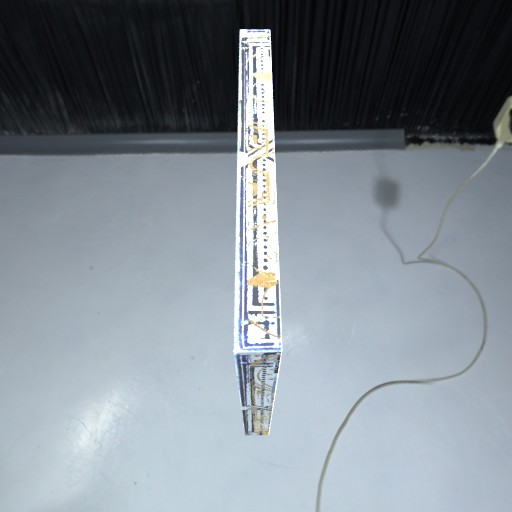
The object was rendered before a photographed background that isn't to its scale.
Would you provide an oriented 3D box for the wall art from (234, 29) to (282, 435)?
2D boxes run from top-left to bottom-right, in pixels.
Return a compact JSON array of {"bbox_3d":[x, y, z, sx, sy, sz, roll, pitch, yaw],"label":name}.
[{"bbox_3d":[0.000,0.000,0.622,0.038,0.410,0.411,0,60,0],"label":"wall art"}]
